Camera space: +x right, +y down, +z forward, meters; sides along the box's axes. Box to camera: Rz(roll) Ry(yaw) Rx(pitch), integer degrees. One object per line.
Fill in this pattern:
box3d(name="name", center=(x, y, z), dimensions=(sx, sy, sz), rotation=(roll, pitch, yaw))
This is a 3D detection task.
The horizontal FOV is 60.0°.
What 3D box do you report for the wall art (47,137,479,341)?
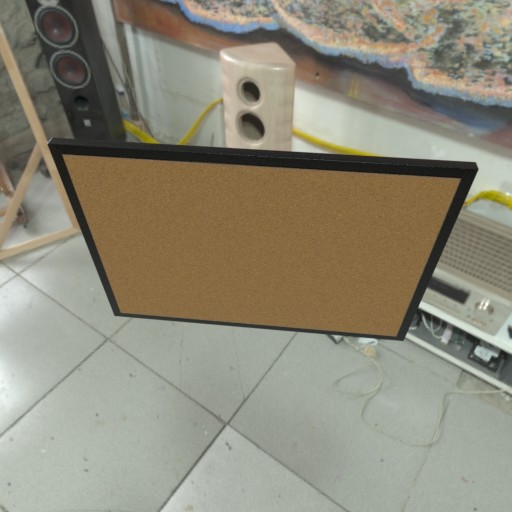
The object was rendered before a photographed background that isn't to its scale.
box3d(name="wall art", center=(0.000, 0.000, 0.564), dimensions=(0.440, 0.306, 0.013), rotation=(4, 47, 4))
